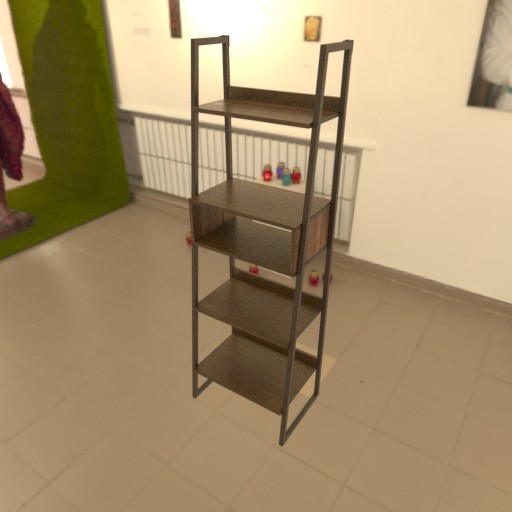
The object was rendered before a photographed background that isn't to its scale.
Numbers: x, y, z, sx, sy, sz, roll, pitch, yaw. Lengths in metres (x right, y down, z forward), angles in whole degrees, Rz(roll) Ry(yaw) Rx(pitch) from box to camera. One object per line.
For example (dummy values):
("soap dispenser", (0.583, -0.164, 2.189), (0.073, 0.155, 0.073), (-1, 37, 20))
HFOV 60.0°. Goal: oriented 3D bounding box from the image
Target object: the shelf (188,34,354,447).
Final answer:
("shelf", (0.000, 0.000, 2.278), (0.652, 2.005, 0.454), (18, 34, 29))
